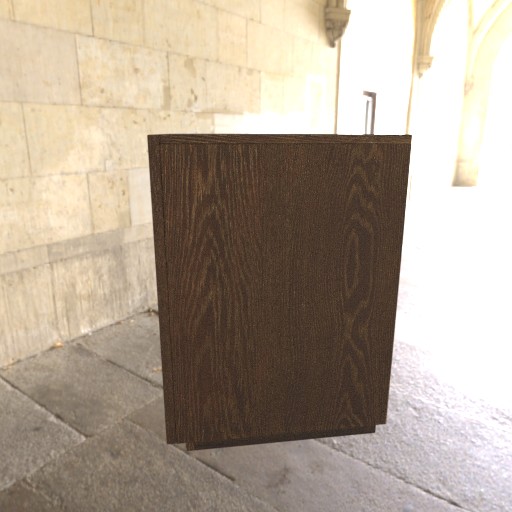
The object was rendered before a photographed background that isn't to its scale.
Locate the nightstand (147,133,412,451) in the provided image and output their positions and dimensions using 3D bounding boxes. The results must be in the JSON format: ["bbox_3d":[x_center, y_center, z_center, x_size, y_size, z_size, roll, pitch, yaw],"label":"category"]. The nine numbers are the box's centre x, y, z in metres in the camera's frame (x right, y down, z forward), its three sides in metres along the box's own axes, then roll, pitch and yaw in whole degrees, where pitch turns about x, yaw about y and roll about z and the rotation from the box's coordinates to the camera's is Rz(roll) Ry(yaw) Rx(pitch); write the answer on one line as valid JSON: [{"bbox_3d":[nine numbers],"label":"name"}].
[{"bbox_3d":[0.000,0.000,1.152,0.457,0.612,0.775,-2,16,-8],"label":"nightstand"}]
